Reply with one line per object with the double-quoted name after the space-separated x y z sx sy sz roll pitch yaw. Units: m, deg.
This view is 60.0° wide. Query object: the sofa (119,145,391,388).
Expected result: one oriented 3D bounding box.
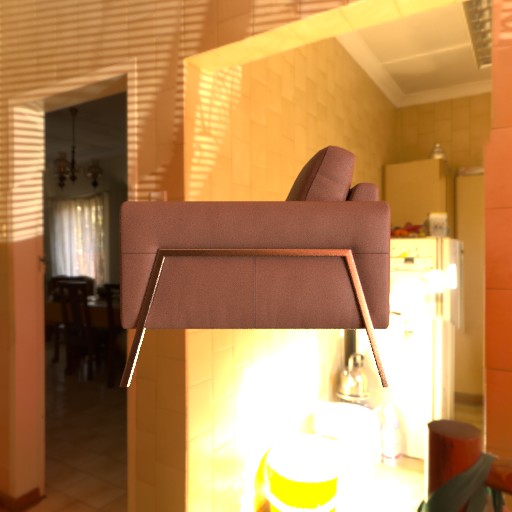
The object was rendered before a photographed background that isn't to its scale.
0.000 0.000 2.516 0.953 0.875 2.017 0 1 0 "sofa"
